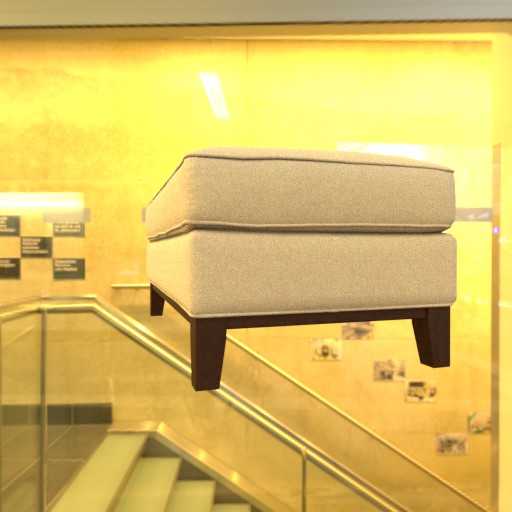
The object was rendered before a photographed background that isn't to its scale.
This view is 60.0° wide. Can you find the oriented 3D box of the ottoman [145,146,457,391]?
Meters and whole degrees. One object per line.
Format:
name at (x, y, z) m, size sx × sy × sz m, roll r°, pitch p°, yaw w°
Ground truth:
ottoman at (0.000, 0.000, 1.459) m, size 0.648 × 0.508 × 1.143 m, roll 0°, pitch 1°, yaw -18°
